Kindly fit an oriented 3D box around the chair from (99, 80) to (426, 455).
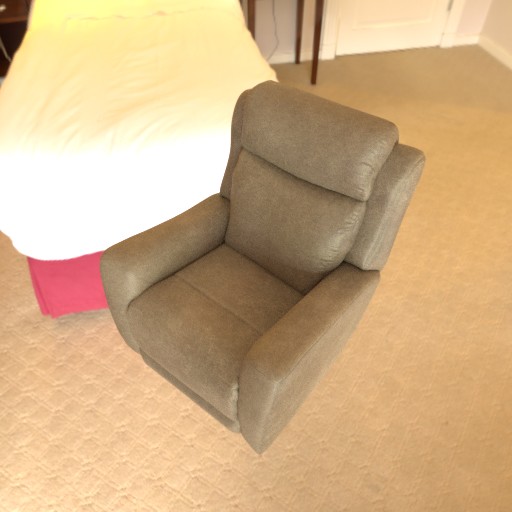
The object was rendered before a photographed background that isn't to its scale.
[{"bbox_3d":[0.000,0.000,1.951,0.965,1.116,1.068,31,54,26],"label":"chair"}]
